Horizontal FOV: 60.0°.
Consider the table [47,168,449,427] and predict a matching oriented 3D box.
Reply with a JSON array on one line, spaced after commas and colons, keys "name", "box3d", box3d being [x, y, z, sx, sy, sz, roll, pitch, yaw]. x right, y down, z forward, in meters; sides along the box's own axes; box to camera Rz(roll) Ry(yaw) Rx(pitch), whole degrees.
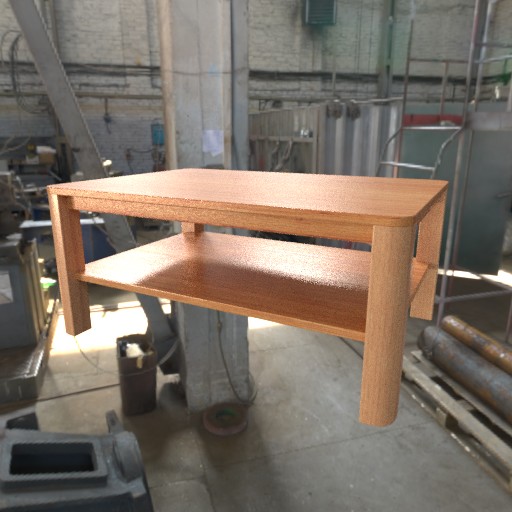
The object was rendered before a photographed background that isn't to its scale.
[{"name": "table", "box3d": [0.000, 0.000, 1.367, 0.997, 0.445, 0.696, 8, 18, 27]}]
